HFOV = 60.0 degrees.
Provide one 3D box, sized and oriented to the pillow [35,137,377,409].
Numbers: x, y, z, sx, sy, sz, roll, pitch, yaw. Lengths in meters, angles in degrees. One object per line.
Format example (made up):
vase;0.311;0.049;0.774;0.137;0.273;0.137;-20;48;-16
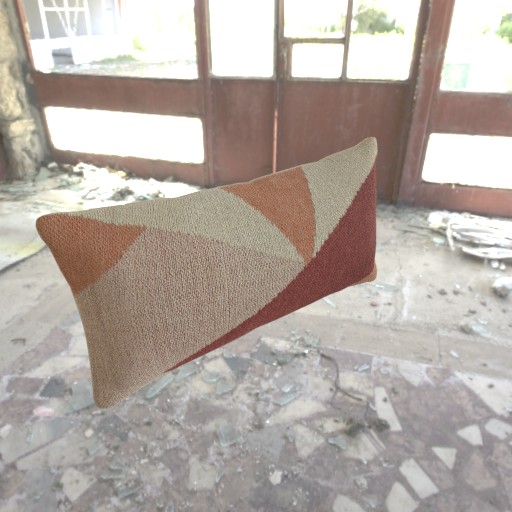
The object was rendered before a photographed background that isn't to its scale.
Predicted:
pillow;0.000;0.000;0.724;0.609;0.292;0.155;-20;34;-32
